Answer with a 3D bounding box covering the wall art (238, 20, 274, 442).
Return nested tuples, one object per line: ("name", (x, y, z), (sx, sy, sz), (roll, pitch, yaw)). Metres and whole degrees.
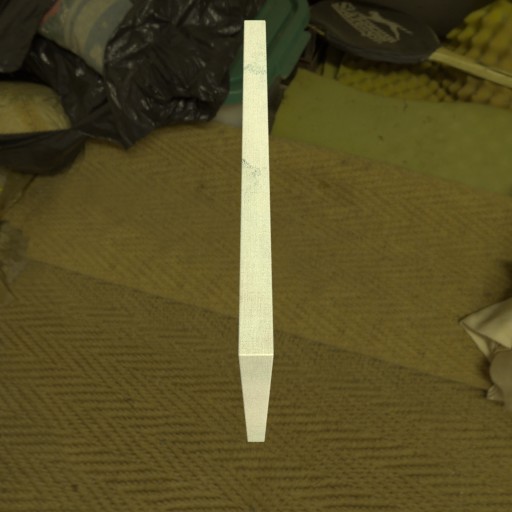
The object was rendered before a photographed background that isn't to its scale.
("wall art", (0.000, 0.000, 0.894), (0.040, 0.612, 0.612), (0, 59, 0))
